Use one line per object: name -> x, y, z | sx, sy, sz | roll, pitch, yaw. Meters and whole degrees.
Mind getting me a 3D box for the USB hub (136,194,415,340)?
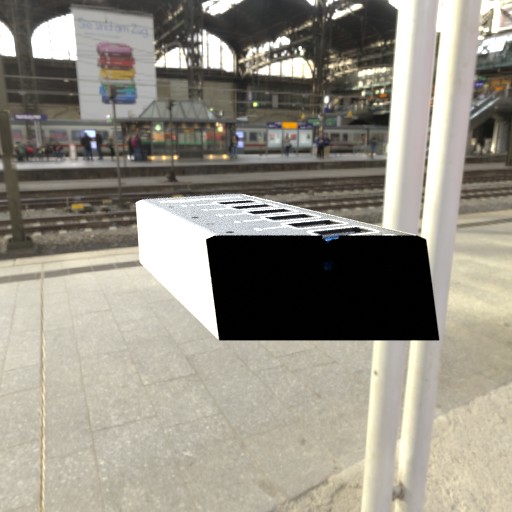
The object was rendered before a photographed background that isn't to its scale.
USB hub -> 0.000, 0.000, 0.128 | 0.044, 0.023, 0.110 | -7, 16, -27
